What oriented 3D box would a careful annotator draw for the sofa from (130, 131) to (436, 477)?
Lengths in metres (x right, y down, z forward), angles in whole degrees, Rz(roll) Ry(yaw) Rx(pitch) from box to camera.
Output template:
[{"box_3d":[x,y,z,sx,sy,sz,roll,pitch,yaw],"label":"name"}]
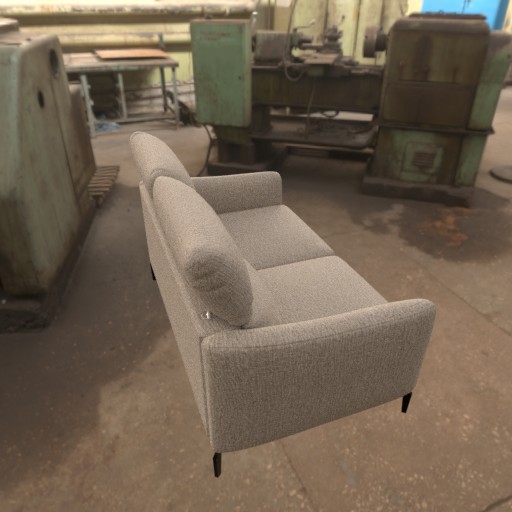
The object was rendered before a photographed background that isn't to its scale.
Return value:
[{"box_3d":[0.000,0.000,2.092,0.905,0.950,1.540,-11,32,-18],"label":"sofa"}]
